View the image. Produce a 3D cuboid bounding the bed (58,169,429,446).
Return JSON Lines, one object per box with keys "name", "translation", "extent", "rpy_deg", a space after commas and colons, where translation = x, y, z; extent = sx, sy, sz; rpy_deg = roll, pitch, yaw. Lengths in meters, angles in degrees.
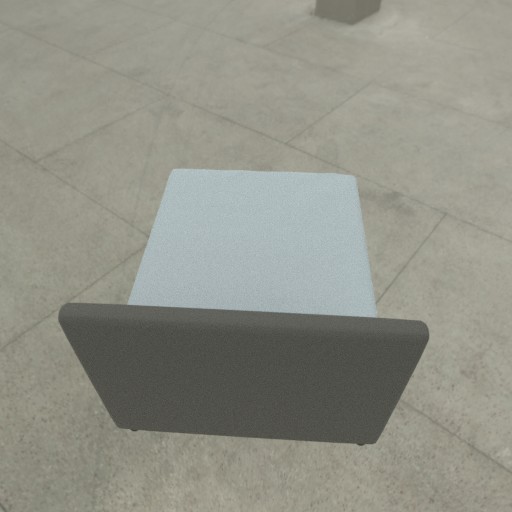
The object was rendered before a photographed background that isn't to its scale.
{"name": "bed", "translation": [0.000, 0.000, 3.152], "extent": [1.748, 1.330, 2.142], "rpy_deg": [3, 47, 2]}
